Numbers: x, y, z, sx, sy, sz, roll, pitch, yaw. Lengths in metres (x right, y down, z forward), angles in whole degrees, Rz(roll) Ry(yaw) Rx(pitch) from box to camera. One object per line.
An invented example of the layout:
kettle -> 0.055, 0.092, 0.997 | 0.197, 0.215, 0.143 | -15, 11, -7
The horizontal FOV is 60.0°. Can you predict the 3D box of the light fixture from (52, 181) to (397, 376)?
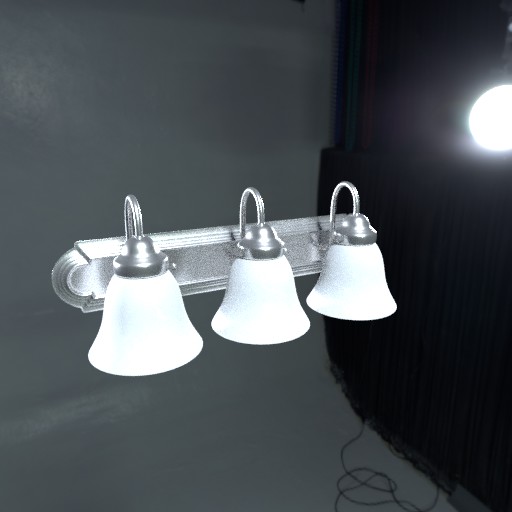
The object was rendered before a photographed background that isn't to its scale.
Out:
light fixture -> 0.000, 0.000, 0.731 | 0.610, 0.222, 0.199 | -8, 17, -27
